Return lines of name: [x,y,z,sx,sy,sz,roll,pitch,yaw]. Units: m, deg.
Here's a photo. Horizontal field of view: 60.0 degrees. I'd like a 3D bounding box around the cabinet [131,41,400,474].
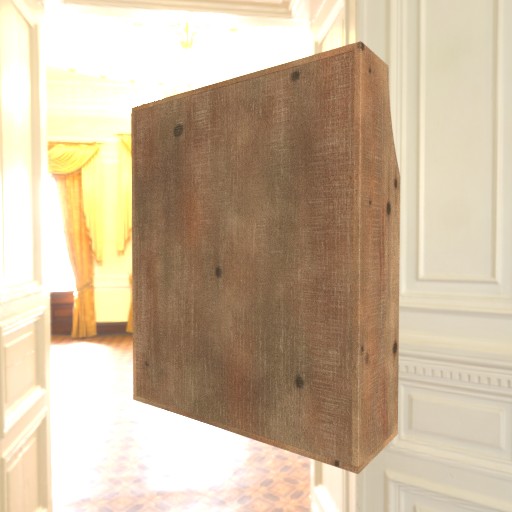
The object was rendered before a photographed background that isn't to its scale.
cabinet: [0.000,0.000,0.823,0.489,0.590,0.184,1,2,37]
